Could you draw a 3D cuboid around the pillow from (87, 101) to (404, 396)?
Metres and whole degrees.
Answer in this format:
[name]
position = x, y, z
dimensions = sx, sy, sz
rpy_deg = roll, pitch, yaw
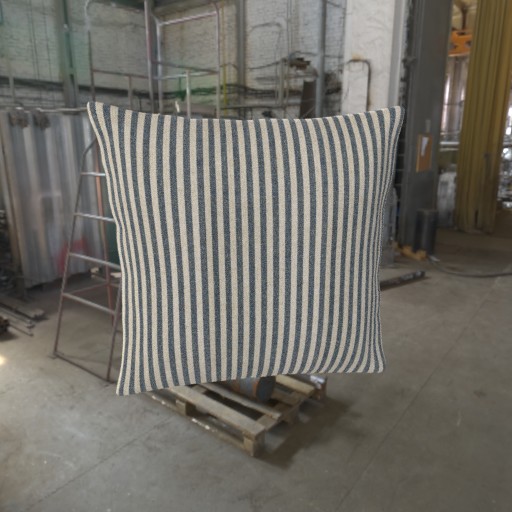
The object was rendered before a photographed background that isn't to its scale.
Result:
[pillow]
position = 0.000, 0.000, 0.784
dimensions = 0.523, 0.510, 0.166
rpy_deg = -2, 15, -8
